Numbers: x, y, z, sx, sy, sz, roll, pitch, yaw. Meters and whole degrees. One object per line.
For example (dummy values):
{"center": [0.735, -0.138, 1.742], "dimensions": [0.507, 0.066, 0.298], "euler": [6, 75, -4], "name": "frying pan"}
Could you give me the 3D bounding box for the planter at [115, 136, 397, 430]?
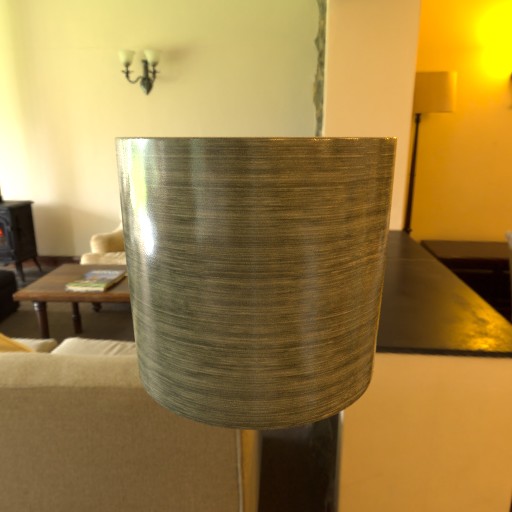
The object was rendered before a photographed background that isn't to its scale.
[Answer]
{"center": [0.000, 0.000, 0.389], "dimensions": [0.221, 0.201, 0.221], "euler": [0, 15, 0], "name": "planter"}
